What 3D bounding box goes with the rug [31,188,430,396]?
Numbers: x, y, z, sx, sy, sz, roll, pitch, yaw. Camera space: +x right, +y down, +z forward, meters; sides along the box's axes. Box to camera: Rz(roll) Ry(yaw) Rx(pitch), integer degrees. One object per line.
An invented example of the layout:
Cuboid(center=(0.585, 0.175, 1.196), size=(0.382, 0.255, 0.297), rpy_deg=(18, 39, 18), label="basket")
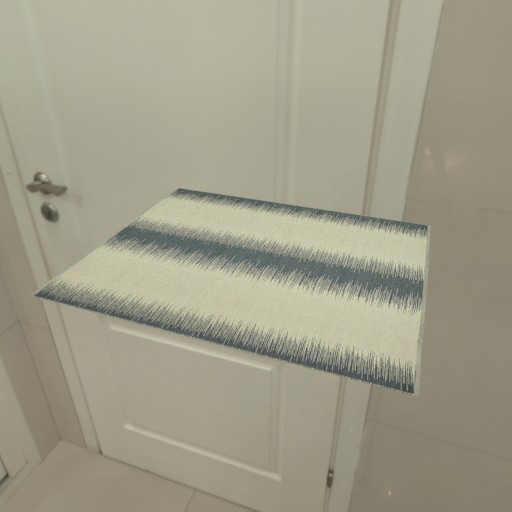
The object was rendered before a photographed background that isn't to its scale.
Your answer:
Cuboid(center=(0.000, 0.000, 4.142), size=(3.037, 0.004, 2.453), rpy_deg=(11, 33, 17), label="rug")
